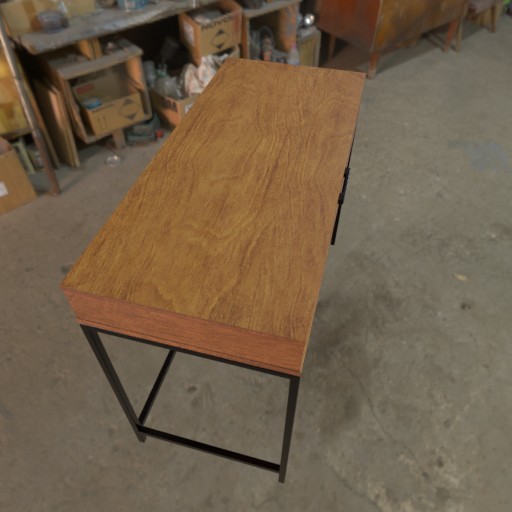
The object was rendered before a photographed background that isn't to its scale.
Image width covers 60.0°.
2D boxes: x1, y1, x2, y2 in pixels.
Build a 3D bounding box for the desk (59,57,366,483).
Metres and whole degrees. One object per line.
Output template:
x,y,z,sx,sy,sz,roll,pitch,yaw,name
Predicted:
0.000,0.000,1.379,0.470,0.762,1.016,11,48,10,desk
